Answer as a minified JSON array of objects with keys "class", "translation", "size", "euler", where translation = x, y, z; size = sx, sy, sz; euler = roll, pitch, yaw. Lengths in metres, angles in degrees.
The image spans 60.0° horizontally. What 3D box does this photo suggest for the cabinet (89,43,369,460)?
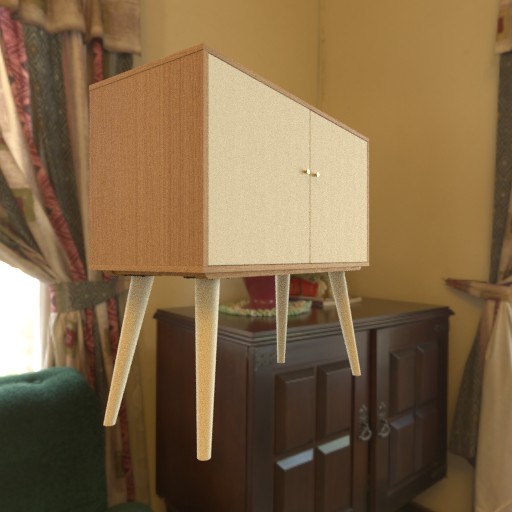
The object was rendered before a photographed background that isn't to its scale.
[{"class":"cabinet","translation":[0.000,0.000,1.615],"size":[0.470,1.016,1.057],"euler":[0,0,36]}]
